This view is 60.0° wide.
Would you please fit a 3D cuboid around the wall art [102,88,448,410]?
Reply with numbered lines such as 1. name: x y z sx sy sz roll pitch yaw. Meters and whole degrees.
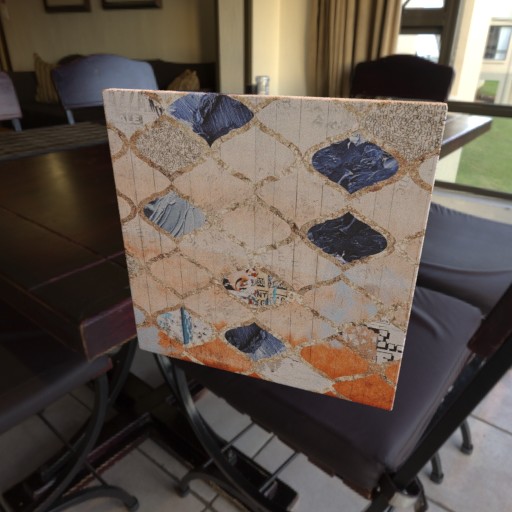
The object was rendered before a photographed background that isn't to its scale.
1. wall art: 0.000 0.000 1.331 0.912 0.914 0.039 9 28 17
